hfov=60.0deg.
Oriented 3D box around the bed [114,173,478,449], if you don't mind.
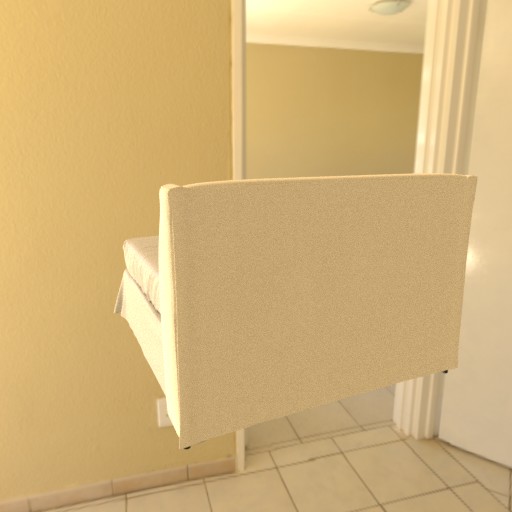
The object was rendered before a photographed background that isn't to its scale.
[{"bbox_3d":[0.000,0.000,3.404,1.925,1.332,2.276,-6,15,-25],"label":"bed"}]
